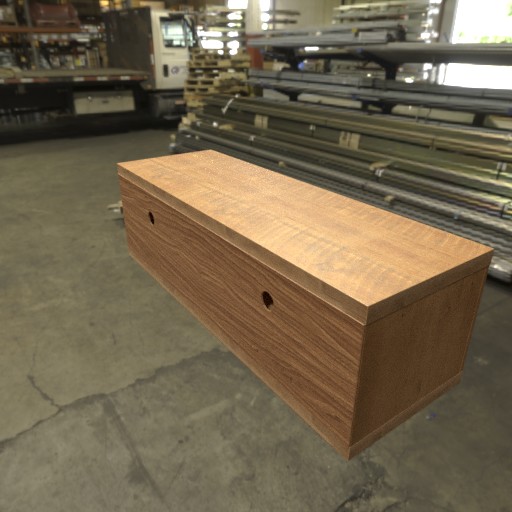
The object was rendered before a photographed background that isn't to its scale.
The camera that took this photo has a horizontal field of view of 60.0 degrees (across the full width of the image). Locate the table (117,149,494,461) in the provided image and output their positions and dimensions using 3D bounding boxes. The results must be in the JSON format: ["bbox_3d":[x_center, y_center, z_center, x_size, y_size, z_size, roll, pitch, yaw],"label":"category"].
[{"bbox_3d":[0.000,0.000,1.711,0.499,0.491,1.499,-17,31,-32],"label":"table"}]
